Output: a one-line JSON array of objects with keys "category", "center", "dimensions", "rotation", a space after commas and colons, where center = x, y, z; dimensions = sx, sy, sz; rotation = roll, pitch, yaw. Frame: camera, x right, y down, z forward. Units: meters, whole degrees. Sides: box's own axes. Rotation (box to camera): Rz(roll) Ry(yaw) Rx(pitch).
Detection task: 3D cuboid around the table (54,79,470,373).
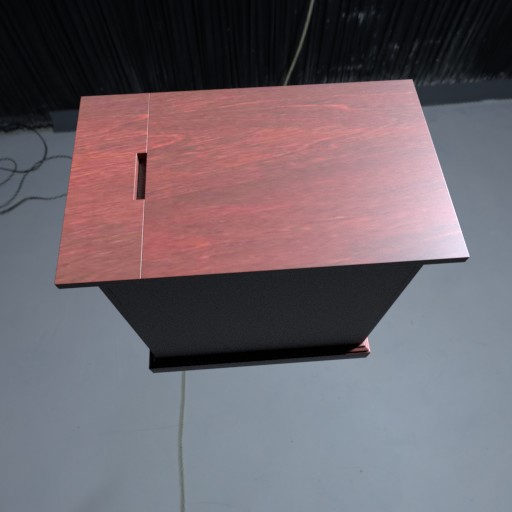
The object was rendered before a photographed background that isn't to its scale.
[{"category": "table", "center": [0.000, 0.000, 0.974], "dimensions": [0.584, 0.612, 0.356], "rotation": [-4, 63, -2]}]
